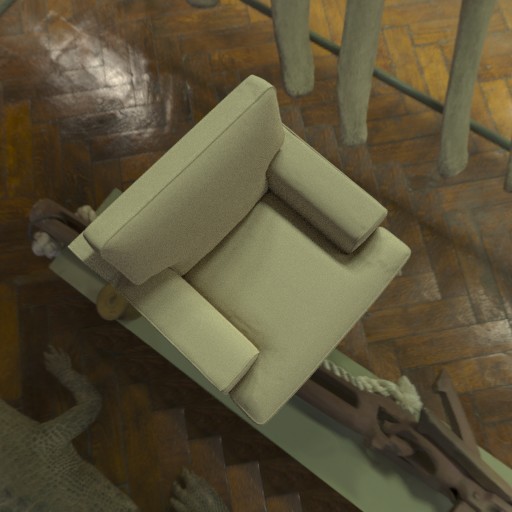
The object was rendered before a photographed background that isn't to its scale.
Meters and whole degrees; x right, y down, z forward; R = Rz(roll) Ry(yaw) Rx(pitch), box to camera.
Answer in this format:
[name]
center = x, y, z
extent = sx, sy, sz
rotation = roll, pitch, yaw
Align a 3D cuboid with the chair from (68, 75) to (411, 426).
[chair]
center = 0.000, 0.000, 2.161
extent = 1.274, 1.005, 1.293
rotation = 34, 78, 8
